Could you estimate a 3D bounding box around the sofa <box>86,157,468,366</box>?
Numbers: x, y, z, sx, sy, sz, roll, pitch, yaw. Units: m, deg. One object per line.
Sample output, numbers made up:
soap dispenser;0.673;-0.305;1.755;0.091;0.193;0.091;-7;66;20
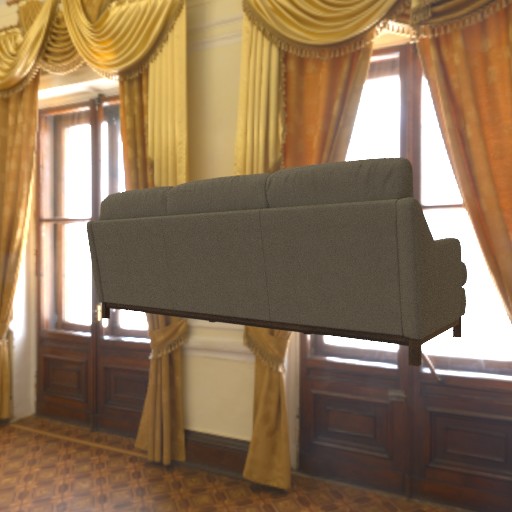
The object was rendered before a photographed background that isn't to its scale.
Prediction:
sofa;0.000;0.000;2.863;2.344;0.926;0.987;0;1;37
